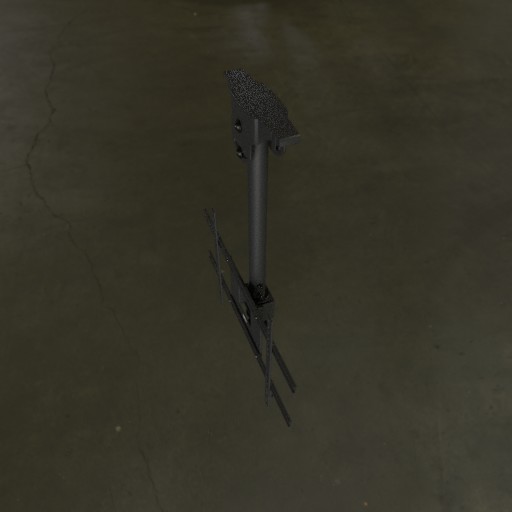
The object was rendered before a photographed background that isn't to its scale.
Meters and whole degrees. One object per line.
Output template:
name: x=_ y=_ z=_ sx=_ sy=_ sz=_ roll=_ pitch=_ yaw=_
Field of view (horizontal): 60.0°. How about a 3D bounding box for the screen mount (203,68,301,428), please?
screen mount: x=0.000 y=0.000 z=1.036 sx=0.090 sy=0.775 sz=0.595 roll=-17 pitch=49 yaw=-15
